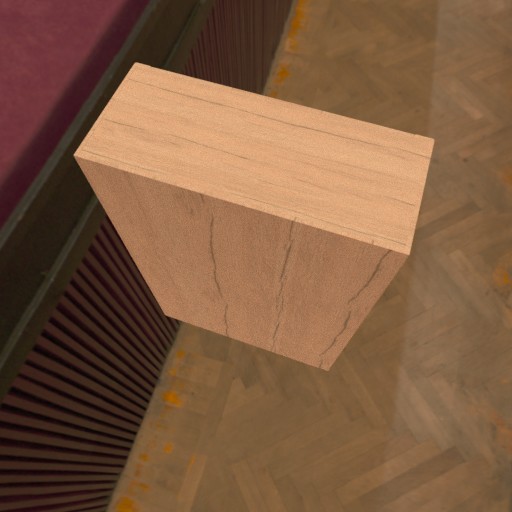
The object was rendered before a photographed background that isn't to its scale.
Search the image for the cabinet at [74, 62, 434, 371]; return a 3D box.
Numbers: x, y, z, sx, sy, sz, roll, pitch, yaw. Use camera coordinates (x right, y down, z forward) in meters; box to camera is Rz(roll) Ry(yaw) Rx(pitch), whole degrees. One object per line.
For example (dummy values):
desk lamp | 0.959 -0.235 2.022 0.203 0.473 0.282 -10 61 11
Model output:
cabinet | 0.000 0.000 2.783 1.400 2.070 0.580 17 65 8
